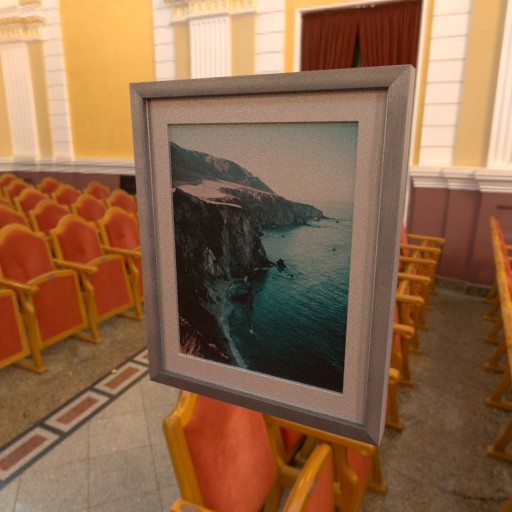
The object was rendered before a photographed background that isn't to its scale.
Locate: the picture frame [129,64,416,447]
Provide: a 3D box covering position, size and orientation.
[{"bbox_3d":[0.000,0.000,0.735,0.449,0.555,0.046,7,17,25],"label":"picture frame"}]
